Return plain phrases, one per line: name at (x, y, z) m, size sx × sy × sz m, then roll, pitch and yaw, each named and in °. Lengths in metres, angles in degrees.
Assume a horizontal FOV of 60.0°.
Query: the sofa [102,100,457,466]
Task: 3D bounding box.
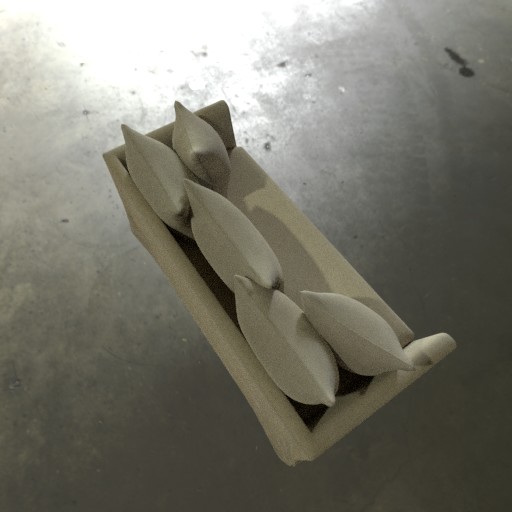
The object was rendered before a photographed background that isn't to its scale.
sofa at (0.000, 0.000, 2.815) m, size 1.031 × 1.034 × 2.290 m, roll -30°, pitch 64°, yaw -17°
